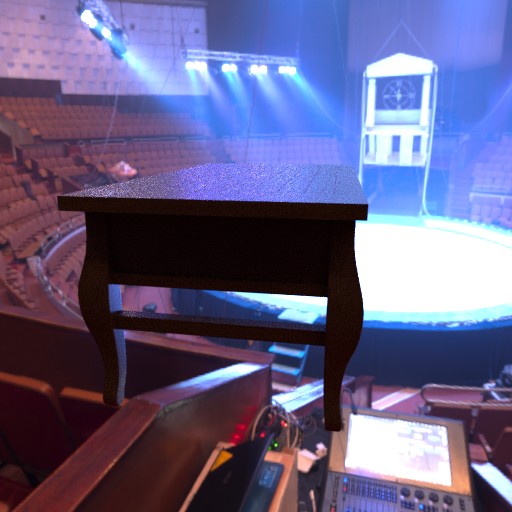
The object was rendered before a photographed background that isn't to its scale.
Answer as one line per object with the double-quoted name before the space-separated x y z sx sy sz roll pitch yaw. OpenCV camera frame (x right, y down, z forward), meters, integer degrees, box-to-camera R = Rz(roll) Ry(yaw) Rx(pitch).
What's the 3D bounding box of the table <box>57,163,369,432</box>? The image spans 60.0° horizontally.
"table" 0.000 0.000 1.368 0.600 0.494 1.062 3 15 10
